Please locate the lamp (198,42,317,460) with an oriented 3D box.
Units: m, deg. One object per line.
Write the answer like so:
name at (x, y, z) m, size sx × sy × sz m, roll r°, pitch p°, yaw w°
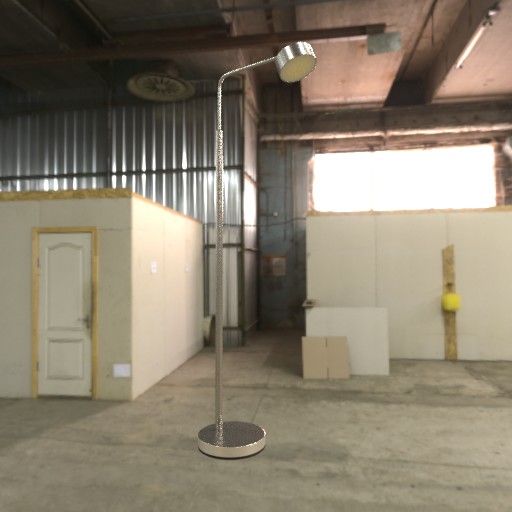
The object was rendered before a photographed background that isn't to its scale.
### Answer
lamp at (0.000, 0.000, 1.415) m, size 0.421 × 1.250 × 0.222 m, roll -1°, pitch -1°, yaw 36°
